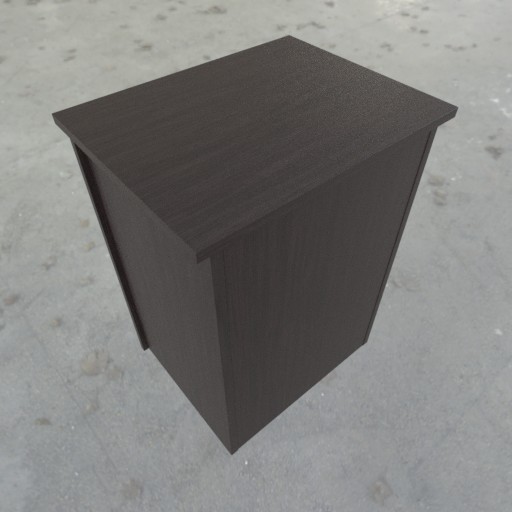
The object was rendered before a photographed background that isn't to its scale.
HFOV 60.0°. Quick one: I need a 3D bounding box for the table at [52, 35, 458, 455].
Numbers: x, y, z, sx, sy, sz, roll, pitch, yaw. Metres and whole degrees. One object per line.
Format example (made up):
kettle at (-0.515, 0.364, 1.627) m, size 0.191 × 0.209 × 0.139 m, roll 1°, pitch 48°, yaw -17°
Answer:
table at (0.000, 0.000, 0.893) m, size 0.480 × 0.635 × 0.381 m, roll -31°, pitch 54°, yaw -26°
